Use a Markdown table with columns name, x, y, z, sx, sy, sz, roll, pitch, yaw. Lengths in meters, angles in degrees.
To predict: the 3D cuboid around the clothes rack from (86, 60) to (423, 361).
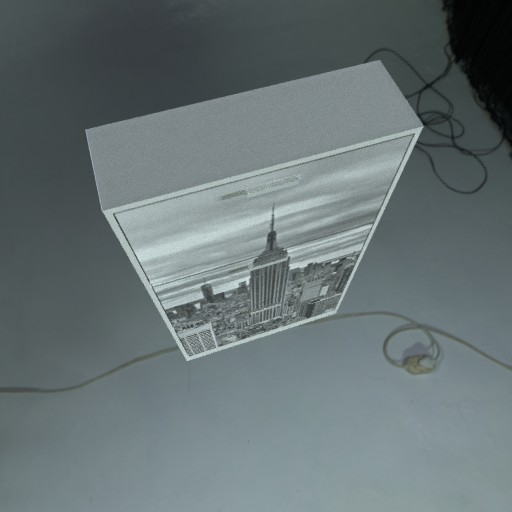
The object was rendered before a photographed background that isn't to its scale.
| name | x | y | z | sx | sy | sz | roll | pitch | yaw |
| --- | --- | --- | --- | --- | --- | --- | --- | --- | --- |
| clothes rack | 0.000 | 0.000 | 1.597 | 0.750 | 1.280 | 0.250 | -16 | 64 | -8 |
